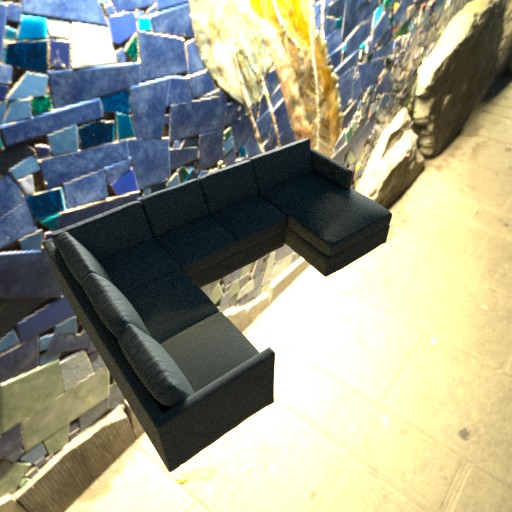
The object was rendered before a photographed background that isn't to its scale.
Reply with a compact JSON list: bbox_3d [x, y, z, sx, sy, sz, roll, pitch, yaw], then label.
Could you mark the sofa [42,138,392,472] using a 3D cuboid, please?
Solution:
[{"bbox_3d":[0.000,0.000,4.561,3.460,0.882,2.427,-27,48,-27],"label":"sofa"}]
